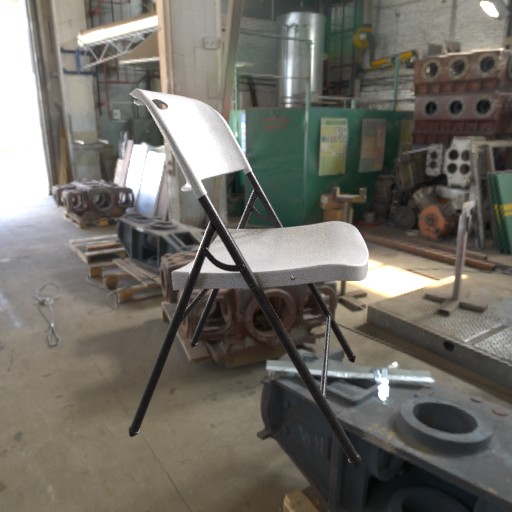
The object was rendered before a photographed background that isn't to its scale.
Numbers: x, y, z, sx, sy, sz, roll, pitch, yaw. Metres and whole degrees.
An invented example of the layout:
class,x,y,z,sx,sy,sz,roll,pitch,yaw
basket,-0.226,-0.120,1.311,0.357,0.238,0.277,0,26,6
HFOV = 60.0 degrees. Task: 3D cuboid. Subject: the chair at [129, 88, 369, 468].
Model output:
class,x,y,z,sx,sy,sz,roll,pitch,yaw
chair,0.000,0.000,1.148,0.566,0.810,0.494,3,17,10
